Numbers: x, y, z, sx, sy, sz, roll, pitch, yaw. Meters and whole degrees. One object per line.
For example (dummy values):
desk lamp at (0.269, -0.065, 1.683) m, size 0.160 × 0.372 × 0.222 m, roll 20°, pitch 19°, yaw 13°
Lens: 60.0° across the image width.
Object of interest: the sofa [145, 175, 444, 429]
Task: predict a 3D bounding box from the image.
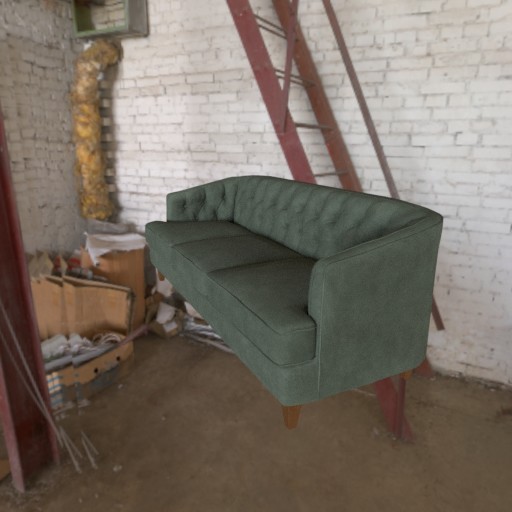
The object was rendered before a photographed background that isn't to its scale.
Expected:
sofa at (0.000, 0.000, 2.783) m, size 0.941 × 0.855 × 2.278 m, roll -7°, pitch 17°, yaw -25°
